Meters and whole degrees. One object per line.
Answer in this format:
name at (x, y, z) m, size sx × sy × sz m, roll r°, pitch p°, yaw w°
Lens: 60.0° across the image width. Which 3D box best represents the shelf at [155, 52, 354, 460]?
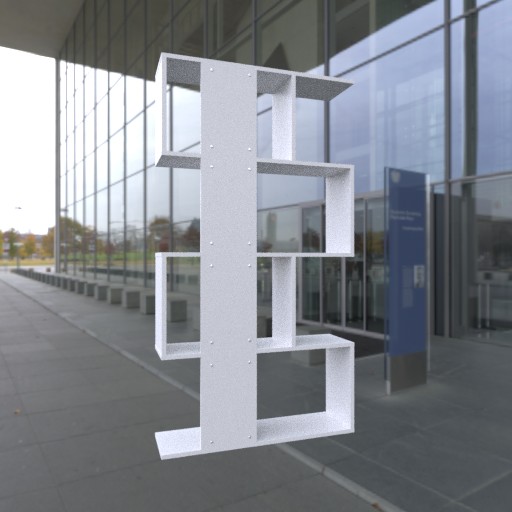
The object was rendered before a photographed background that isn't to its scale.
shelf at (0.000, 0.000, 2.053) m, size 0.890 × 1.650 × 0.250 m, roll 0°, pitch 0°, yaw -19°
